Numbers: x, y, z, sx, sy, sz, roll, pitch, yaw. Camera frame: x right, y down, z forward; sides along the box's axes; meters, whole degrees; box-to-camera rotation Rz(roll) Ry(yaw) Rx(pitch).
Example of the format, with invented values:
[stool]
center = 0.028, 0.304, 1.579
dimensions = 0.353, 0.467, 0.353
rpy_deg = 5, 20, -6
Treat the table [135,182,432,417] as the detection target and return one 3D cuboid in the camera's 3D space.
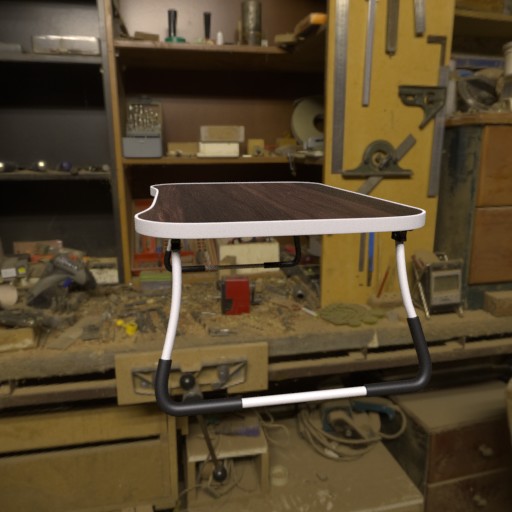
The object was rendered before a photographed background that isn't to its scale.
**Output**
[table]
center = 0.000, 0.000, 0.847
dimensions = 0.400, 0.232, 0.660
rpy_deg = -3, 14, -10
